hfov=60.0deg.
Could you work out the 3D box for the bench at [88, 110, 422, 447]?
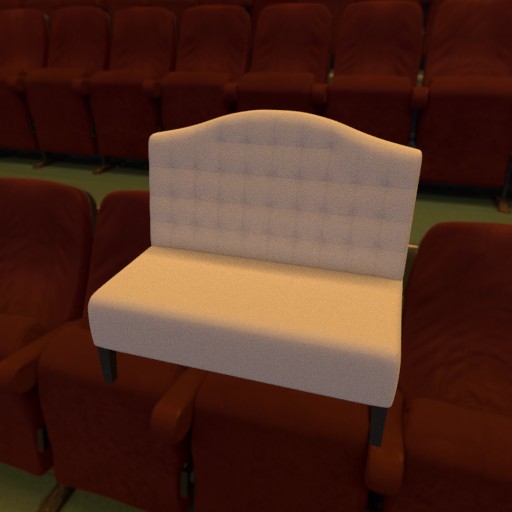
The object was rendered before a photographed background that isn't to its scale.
[{"bbox_3d":[0.000,0.000,2.034,1.335,1.180,0.815,8,28,15],"label":"bench"}]
